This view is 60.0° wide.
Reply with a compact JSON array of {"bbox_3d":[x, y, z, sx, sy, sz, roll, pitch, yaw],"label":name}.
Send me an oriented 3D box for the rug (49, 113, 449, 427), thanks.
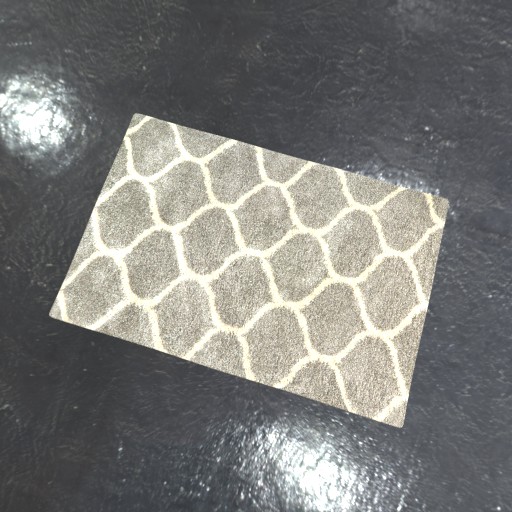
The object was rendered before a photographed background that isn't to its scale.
[{"bbox_3d":[0.000,0.000,3.438,2.701,0.026,1.801,16,76,4],"label":"rug"}]
